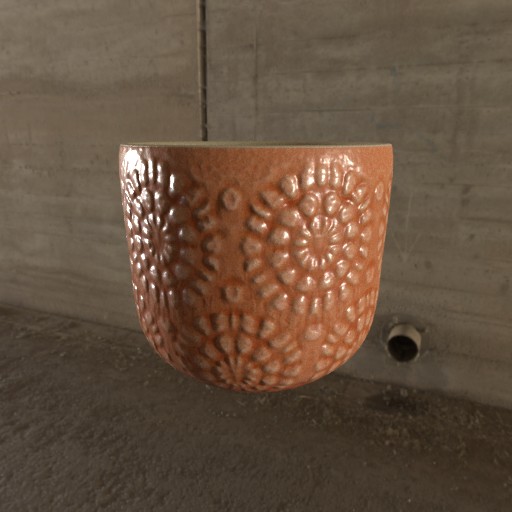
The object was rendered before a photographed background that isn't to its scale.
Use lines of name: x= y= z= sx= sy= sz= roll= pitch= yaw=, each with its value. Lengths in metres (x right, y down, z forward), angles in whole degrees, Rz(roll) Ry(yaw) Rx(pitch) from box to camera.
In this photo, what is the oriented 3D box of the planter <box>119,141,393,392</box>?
planter: x=0.000 y=0.000 z=0.221 sx=0.124 sy=0.109 sz=0.124 roll=0 pitch=15 yaw=0
